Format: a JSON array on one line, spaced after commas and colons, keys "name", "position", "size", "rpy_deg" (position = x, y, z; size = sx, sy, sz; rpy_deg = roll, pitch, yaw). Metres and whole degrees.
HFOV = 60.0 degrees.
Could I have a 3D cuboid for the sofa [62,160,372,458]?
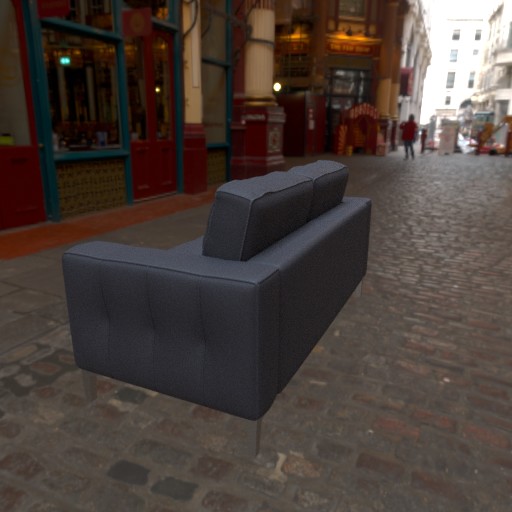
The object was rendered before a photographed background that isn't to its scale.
[{"name": "sofa", "position": [0.000, 0.000, 2.250], "size": [0.833, 0.893, 1.726], "rpy_deg": [8, 18, 24]}]
